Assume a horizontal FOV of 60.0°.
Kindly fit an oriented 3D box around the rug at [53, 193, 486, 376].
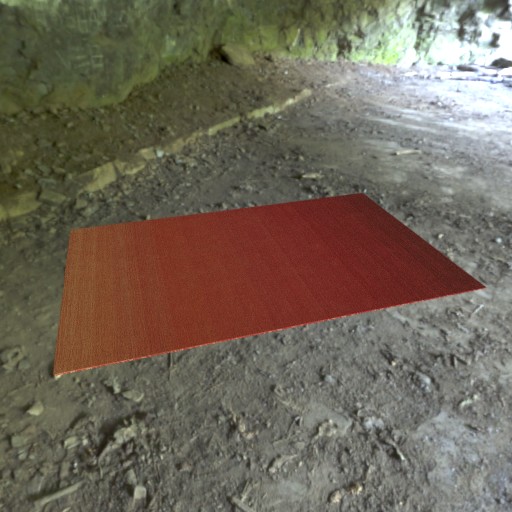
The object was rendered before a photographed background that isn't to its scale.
[{"bbox_3d":[0.000,0.000,2.992,2.442,0.010,1.531,-9,32,-14],"label":"rug"}]
